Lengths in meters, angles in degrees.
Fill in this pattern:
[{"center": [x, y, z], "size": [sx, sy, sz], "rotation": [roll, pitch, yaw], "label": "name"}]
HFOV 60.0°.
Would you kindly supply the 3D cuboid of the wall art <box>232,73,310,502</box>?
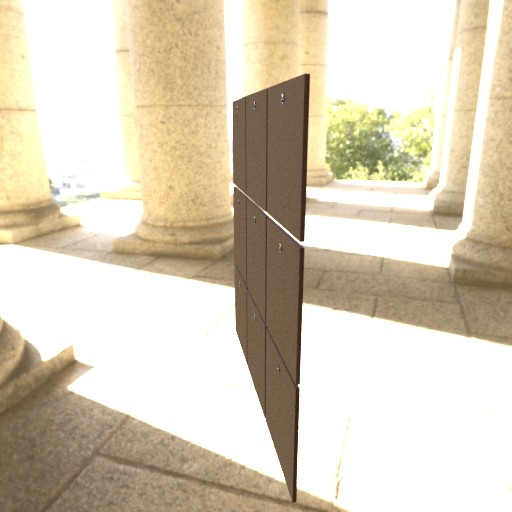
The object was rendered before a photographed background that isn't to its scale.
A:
[{"center": [0.000, 0.000, 1.756], "size": [0.019, 1.218, 1.221], "rotation": [-3, 17, -10], "label": "wall art"}]
